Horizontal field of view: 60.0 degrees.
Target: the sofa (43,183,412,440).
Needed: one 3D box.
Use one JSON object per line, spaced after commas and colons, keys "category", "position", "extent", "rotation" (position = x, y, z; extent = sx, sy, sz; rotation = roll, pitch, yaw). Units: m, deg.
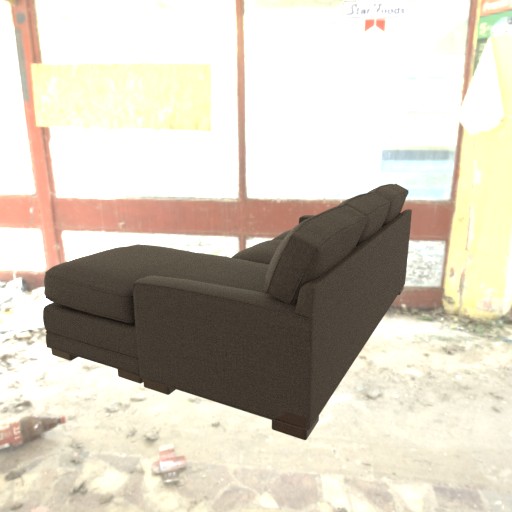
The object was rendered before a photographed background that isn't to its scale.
{"category": "sofa", "position": [0.000, 0.000, 3.267], "extent": [1.790, 0.973, 2.370], "rotation": [8, 17, 27]}
